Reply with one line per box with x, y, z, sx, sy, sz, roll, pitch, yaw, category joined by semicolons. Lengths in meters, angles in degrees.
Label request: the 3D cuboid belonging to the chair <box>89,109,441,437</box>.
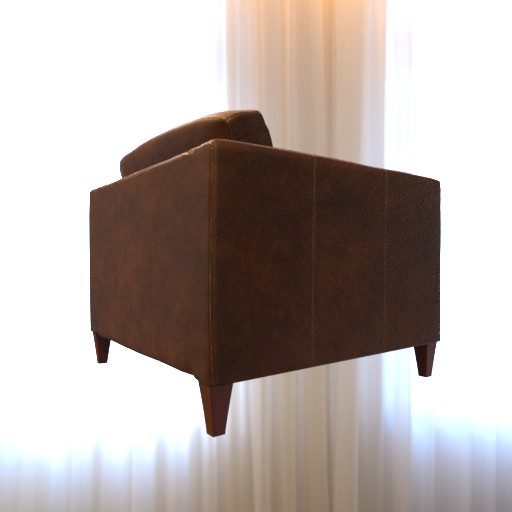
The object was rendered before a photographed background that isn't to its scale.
0.000;0.000;1.695;0.975;0.864;0.990;0;0;-36;chair
